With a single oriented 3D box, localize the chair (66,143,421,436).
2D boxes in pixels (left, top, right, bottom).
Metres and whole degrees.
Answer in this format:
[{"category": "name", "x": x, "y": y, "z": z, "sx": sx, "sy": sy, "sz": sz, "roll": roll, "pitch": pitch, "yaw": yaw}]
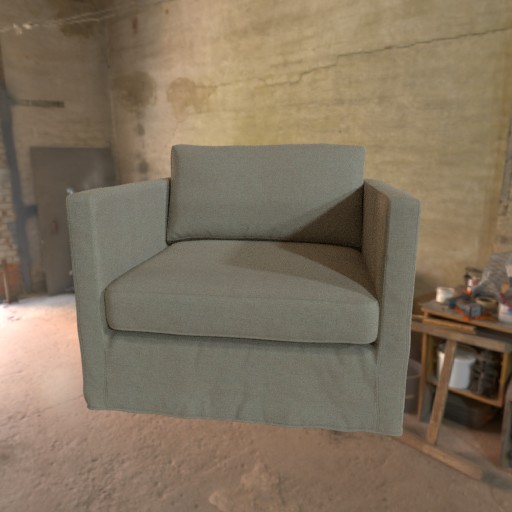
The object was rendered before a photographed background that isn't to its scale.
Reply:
[{"category": "chair", "x": 0.000, "y": 0.000, "z": 1.740, "sx": 1.057, "sy": 0.863, "sz": 0.949, "roll": 2, "pitch": 14, "yaw": 8}]
